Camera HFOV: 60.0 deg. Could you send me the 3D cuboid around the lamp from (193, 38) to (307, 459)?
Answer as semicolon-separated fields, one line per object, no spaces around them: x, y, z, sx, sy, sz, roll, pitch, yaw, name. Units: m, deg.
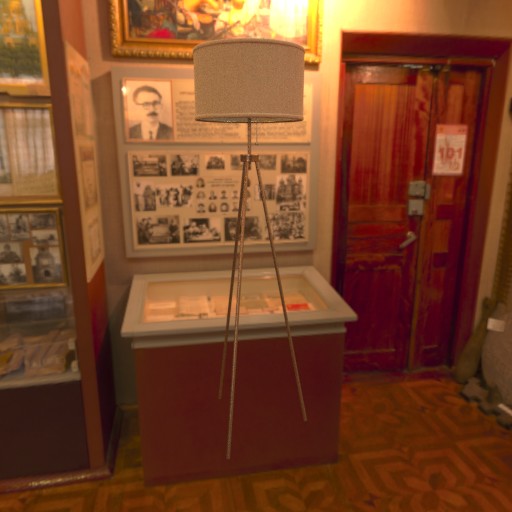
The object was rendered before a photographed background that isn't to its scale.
0.000;0.000;1.808;0.460;1.545;0.449;-2;14;-8;lamp
